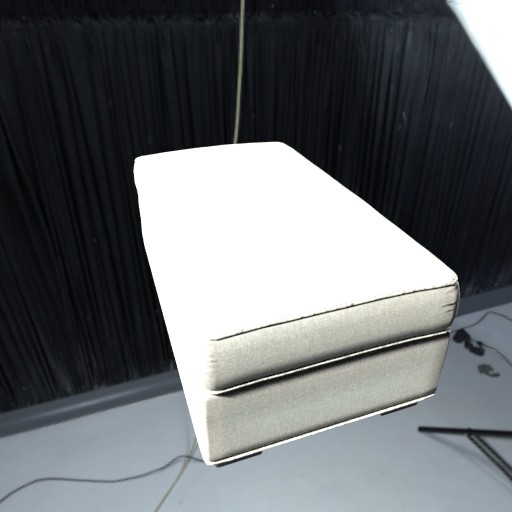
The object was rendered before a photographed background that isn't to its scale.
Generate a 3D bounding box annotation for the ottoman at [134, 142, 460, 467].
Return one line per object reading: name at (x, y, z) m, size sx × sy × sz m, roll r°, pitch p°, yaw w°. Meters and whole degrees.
ottoman at (0.000, 0.000, 1.407) m, size 0.617 × 0.448 × 1.097 m, roll -10°, pitch 33°, yaw -16°
